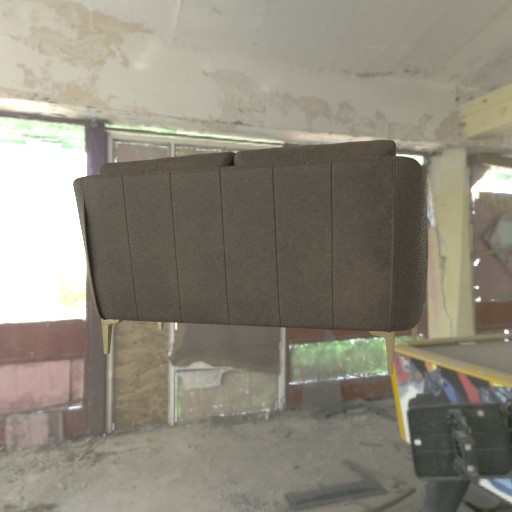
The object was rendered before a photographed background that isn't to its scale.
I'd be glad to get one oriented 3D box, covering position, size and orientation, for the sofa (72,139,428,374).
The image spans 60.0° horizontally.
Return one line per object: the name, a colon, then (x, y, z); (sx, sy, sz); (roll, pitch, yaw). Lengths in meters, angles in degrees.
sofa: (0.000, 0.000, 2.160); (1.619, 0.902, 0.960); (0, -1, 17)
